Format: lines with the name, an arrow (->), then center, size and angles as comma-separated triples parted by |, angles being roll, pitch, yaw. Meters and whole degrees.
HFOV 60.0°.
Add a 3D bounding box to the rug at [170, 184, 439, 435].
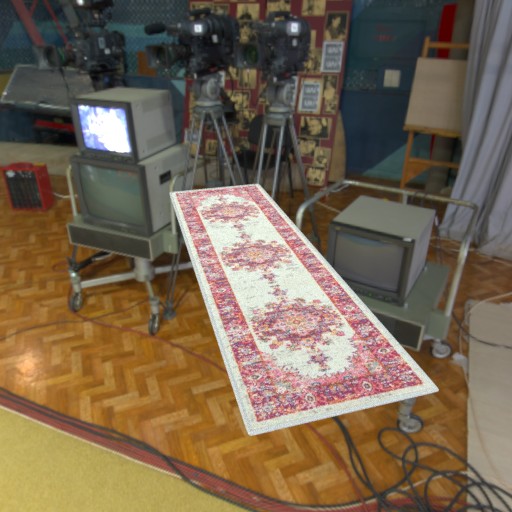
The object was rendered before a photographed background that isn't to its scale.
rug -> 0.000, 0.000, 1.955 | 0.562, 0.009, 1.824 | -8, 29, -14
